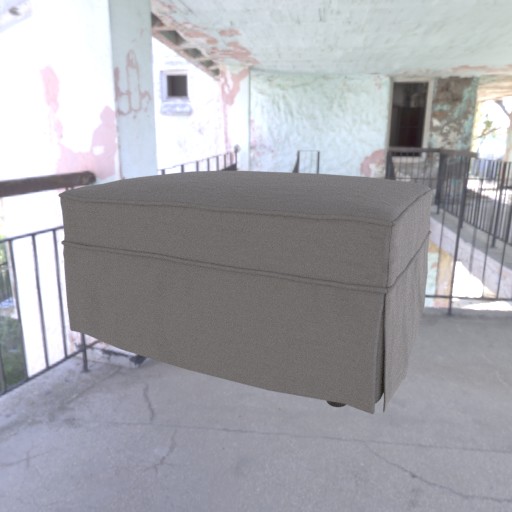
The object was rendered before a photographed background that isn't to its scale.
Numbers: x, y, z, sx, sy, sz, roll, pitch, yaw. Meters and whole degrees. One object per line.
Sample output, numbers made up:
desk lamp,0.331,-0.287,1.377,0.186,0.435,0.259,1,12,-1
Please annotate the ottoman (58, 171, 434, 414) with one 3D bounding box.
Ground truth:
ottoman,0.000,0.000,1.321,0.944,0.479,0.703,8,17,26
